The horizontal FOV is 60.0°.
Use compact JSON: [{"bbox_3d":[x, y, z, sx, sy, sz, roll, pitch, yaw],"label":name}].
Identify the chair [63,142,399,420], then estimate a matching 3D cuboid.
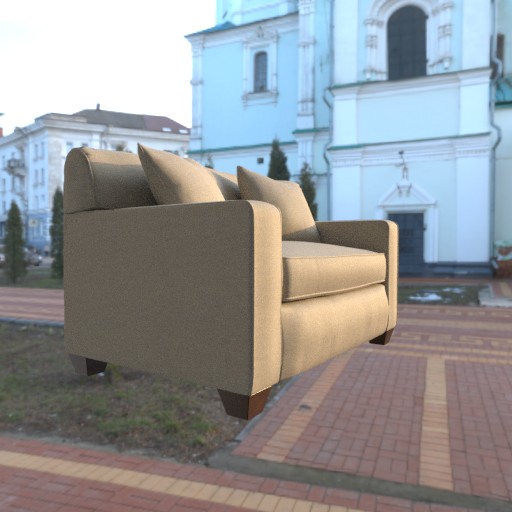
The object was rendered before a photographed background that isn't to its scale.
[{"bbox_3d":[0.000,0.000,2.092,1.000,0.948,1.383,1,2,35],"label":"chair"}]
